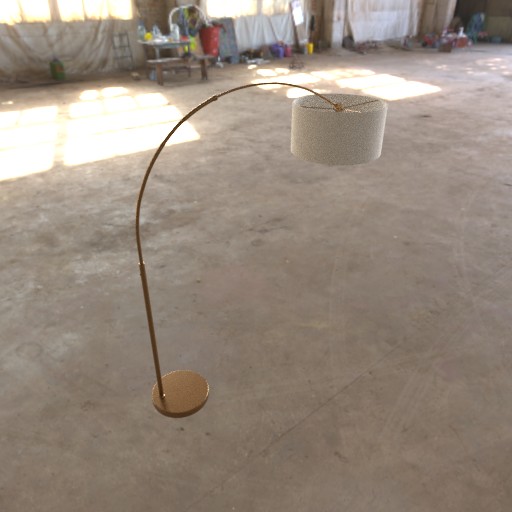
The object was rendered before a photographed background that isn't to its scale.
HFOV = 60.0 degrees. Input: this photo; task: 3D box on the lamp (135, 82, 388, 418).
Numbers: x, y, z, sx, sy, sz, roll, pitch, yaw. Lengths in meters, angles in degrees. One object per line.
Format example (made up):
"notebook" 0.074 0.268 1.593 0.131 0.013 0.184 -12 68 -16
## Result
"lamp" 0.000 0.000 2.619 1.434 1.927 0.493 -11 32 -18
